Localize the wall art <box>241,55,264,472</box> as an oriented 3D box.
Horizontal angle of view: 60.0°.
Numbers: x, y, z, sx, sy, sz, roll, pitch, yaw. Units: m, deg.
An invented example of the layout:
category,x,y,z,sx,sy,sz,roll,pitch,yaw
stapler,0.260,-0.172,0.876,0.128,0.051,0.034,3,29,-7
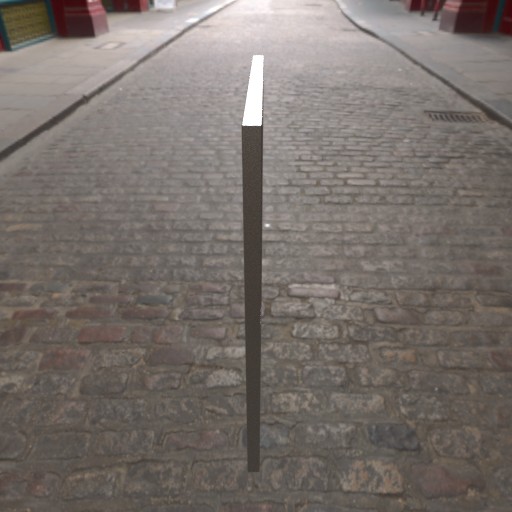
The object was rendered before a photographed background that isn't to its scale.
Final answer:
category,x,y,z,sx,sy,sz,roll,pitch,yaw
wall art,0.000,0.000,1.411,0.037,1.062,0.801,1,32,1
